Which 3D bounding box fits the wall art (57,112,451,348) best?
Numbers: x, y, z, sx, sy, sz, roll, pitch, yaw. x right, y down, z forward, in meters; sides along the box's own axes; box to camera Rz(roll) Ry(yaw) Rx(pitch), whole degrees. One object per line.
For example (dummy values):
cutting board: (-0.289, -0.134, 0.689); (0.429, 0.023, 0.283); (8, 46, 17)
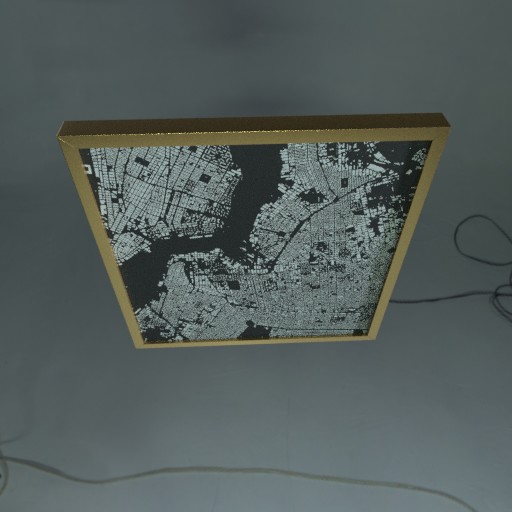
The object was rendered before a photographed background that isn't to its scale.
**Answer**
wall art: (0.000, 0.000, 0.461); (0.305, 0.305, 0.023); (-2, 47, -2)
